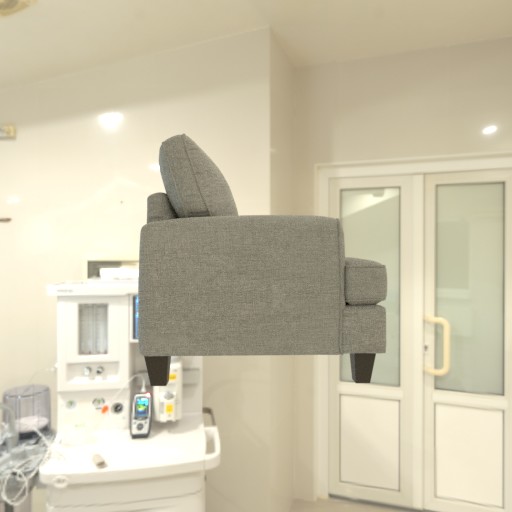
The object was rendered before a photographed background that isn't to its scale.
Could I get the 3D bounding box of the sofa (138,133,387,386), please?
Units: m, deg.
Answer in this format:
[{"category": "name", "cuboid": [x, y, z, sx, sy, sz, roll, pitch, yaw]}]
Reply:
[{"category": "sofa", "cuboid": [0.000, 0.000, 2.692, 0.951, 0.965, 2.158, 0, 0, -2]}]
